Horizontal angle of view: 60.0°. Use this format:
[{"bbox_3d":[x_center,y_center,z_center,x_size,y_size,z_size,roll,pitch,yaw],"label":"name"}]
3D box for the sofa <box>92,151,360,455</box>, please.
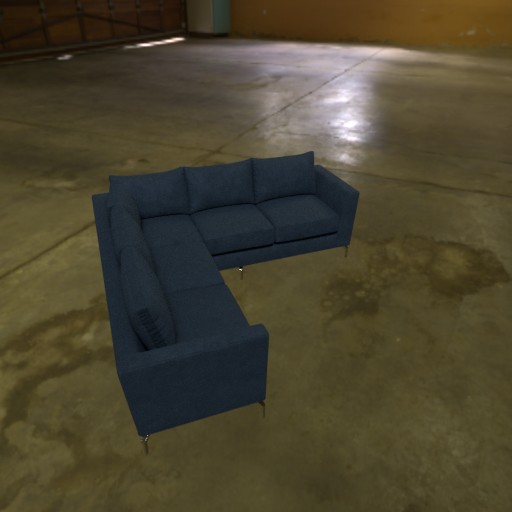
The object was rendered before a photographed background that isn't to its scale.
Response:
[{"bbox_3d":[0.000,0.000,3.779,2.463,0.988,2.472,-11,33,-17],"label":"sofa"}]
